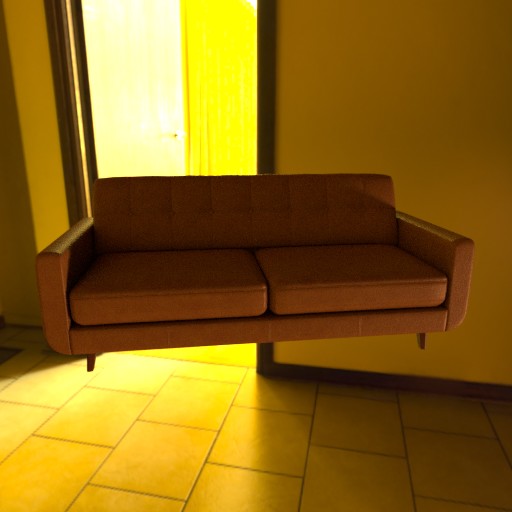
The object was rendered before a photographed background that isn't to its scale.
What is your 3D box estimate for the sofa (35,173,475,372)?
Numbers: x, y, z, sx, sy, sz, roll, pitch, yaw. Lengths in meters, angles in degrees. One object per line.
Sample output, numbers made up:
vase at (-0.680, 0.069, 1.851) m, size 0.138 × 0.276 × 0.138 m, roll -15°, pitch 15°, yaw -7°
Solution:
sofa at (0.000, 0.000, 2.602) m, size 2.137 × 0.892 × 0.980 m, roll -2°, pitch 16°, yaw -7°
